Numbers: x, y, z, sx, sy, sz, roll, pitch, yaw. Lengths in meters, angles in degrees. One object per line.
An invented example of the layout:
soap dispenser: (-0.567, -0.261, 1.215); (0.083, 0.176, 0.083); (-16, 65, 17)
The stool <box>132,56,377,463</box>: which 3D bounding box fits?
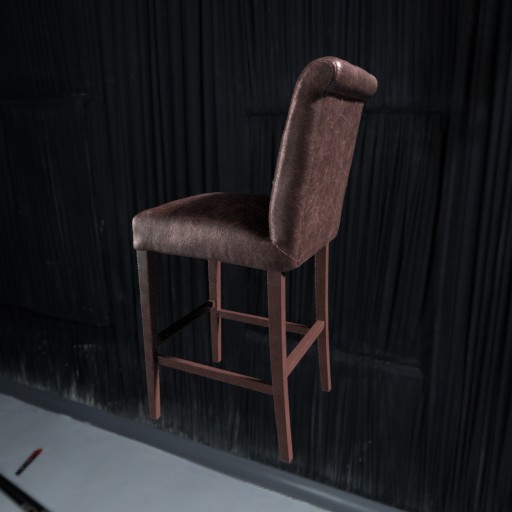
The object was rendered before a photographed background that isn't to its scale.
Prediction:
stool: (0.000, 0.000, 1.502); (0.659, 1.168, 0.483); (8, 18, 24)
